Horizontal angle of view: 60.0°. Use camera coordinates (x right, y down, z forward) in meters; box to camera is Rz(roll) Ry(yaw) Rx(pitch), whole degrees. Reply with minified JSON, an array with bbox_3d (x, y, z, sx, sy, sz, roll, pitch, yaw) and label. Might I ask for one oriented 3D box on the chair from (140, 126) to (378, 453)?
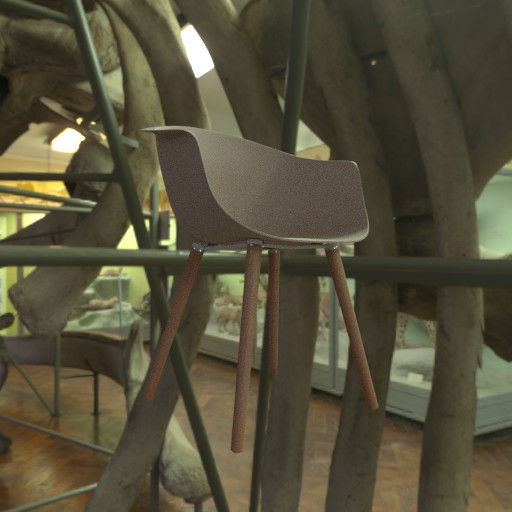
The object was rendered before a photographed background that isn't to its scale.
[{"bbox_3d":[0.000,0.000,1.176,0.593,0.781,0.504,0,0,-36],"label":"chair"}]
